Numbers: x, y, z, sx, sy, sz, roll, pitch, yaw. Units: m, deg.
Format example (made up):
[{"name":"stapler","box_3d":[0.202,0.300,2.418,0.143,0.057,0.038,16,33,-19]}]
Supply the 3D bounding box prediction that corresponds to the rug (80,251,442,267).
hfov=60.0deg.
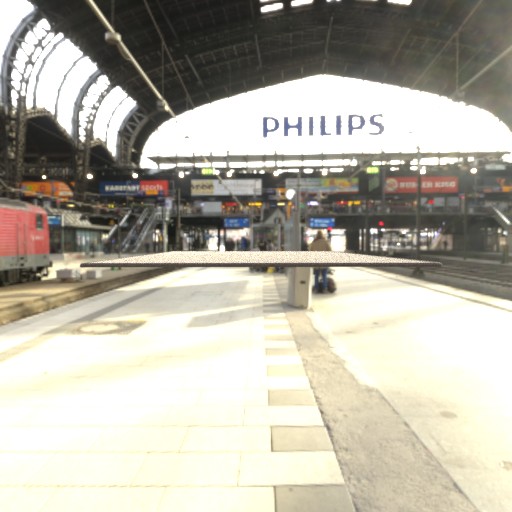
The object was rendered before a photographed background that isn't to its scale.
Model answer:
[{"name":"rug","box_3d":[0.000,0.000,2.126,1.067,0.013,1.676,0,2,-1]}]
